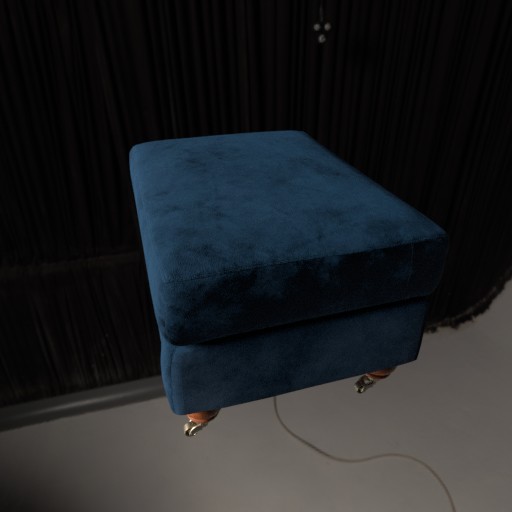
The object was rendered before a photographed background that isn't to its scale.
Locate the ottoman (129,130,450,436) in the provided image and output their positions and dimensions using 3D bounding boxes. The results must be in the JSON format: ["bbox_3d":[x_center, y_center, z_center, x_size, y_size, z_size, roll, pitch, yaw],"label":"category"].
[{"bbox_3d":[0.000,0.000,1.168,0.572,0.503,0.773,-9,32,-14],"label":"ottoman"}]
